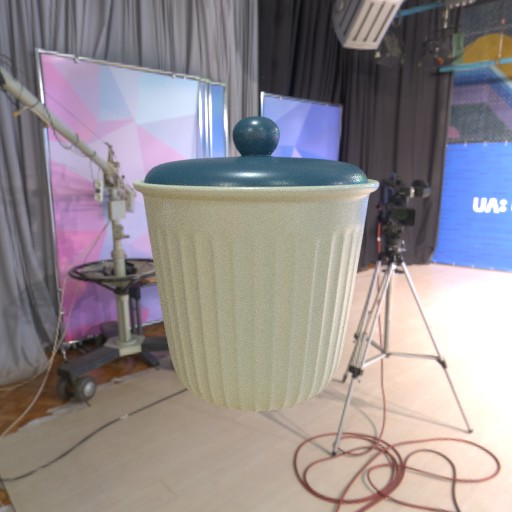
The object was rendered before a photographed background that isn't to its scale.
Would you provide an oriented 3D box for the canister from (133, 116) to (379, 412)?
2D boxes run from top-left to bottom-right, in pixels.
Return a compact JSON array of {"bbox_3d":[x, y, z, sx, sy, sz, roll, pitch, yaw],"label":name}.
[{"bbox_3d":[0.000,0.000,0.349,0.181,0.211,0.181,0,12,0],"label":"canister"}]
